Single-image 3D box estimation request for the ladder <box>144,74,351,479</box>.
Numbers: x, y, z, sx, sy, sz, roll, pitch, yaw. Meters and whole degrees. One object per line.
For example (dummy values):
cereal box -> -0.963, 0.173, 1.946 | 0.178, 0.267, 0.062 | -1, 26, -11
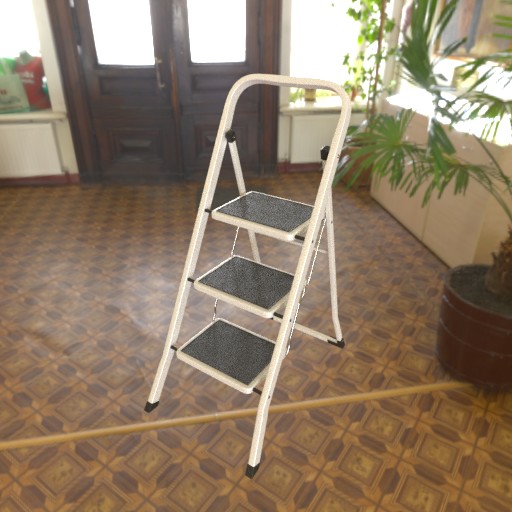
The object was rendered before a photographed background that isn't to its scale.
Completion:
ladder -> 0.000, 0.000, 1.432 | 0.460, 1.050, 0.711 | 18, 34, 30
